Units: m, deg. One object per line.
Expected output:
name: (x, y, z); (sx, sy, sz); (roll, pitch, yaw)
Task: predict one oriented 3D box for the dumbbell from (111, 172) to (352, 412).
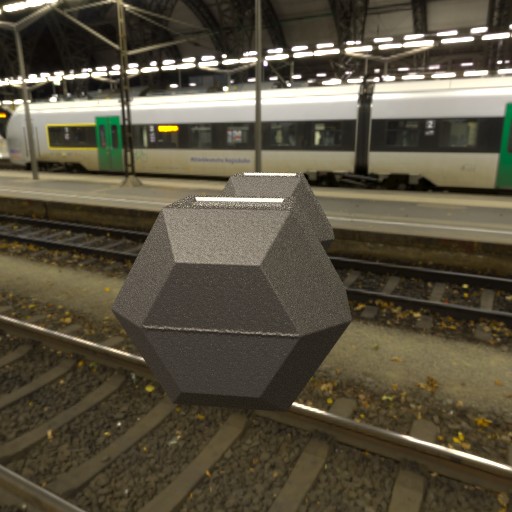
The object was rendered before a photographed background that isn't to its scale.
dumbbell: (0.000, 0.000, 0.330); (0.122, 0.106, 0.271); (2, 15, 7)
